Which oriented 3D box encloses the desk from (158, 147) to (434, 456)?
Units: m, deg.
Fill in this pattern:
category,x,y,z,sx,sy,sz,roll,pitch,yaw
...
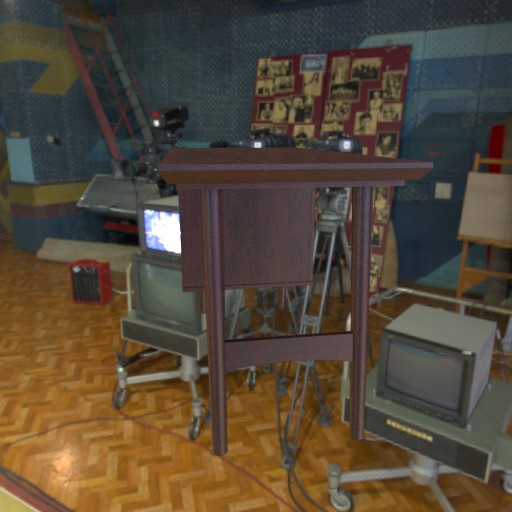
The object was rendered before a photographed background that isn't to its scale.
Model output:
category,x,y,z,sx,sy,sz,roll,pitch,yaw
desk,0.000,0.000,1.665,0.612,0.758,1.277,-2,15,-9
